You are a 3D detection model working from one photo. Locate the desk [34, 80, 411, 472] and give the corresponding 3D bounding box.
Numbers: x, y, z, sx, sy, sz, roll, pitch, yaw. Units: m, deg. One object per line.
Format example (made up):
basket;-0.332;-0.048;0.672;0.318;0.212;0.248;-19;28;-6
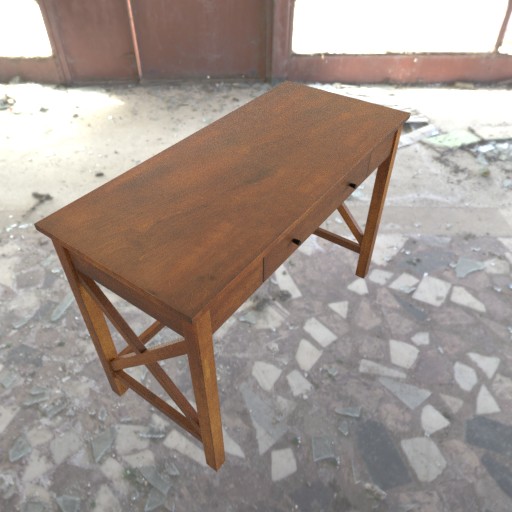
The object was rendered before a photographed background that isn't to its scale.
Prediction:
desk;0.000;0.000;1.543;0.508;0.762;1.117;26;48;26
